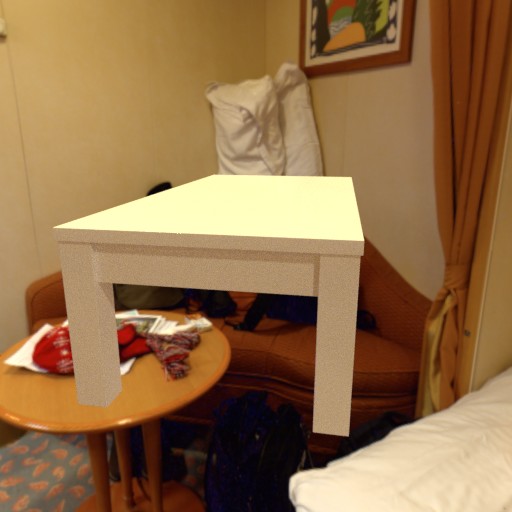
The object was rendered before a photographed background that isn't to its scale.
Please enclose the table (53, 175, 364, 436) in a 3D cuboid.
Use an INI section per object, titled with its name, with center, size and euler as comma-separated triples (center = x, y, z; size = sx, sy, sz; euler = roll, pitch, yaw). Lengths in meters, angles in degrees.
[table]
center = 0.000, 0.000, 1.661
size = 0.700, 0.470, 1.350
euler = 3, 16, 10
